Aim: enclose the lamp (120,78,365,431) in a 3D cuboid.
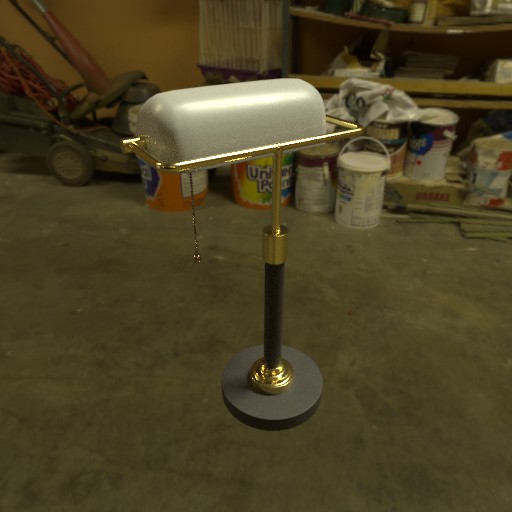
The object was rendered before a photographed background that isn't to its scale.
[{"bbox_3d":[0.000,0.000,0.566,0.269,0.404,0.227,-18,35,-28],"label":"lamp"}]
